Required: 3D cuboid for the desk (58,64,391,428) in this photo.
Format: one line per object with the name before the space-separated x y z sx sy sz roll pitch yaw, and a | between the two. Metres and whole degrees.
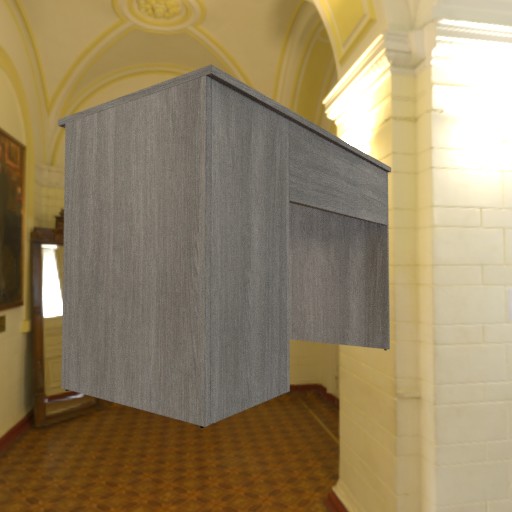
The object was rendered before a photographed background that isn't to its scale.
desk | 0.000 0.000 1.494 0.560 0.735 1.097 -1 -2 36
